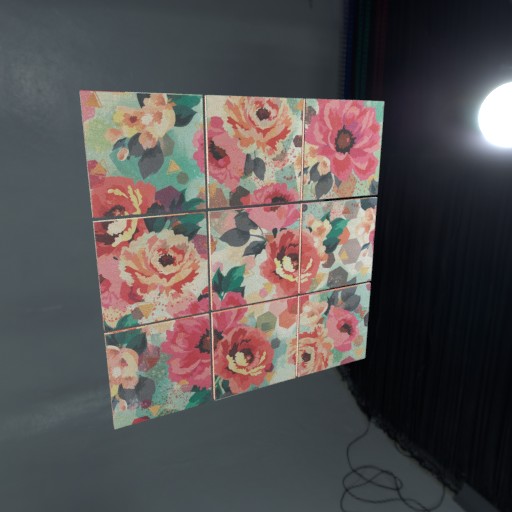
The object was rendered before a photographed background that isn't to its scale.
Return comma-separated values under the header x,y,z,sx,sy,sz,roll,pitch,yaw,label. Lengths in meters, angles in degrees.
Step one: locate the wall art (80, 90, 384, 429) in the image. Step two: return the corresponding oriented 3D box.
x,y,z,sx,sy,sz,roll,pitch,yaw,label
0.000,0.000,1.345,0.911,0.910,0.012,-8,18,-26,wall art
